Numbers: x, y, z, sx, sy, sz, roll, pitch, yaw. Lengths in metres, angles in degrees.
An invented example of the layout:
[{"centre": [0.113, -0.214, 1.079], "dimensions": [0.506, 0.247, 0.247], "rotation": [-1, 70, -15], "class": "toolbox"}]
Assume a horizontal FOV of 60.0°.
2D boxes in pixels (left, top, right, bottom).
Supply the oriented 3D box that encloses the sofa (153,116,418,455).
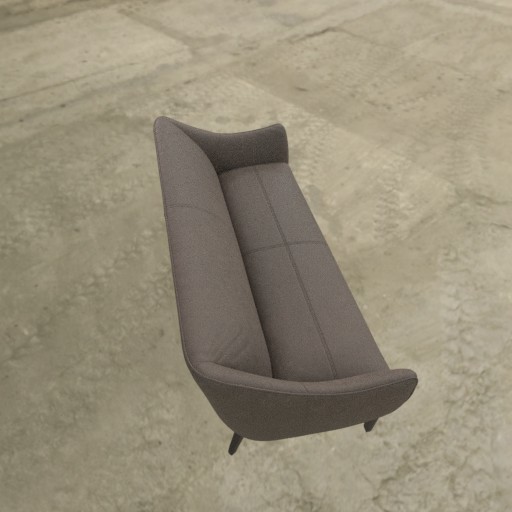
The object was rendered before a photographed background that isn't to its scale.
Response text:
[{"centre": [0.000, 0.000, 2.373], "dimensions": [0.869, 0.831, 1.928], "rotation": [-9, 46, -9], "class": "sofa"}]
